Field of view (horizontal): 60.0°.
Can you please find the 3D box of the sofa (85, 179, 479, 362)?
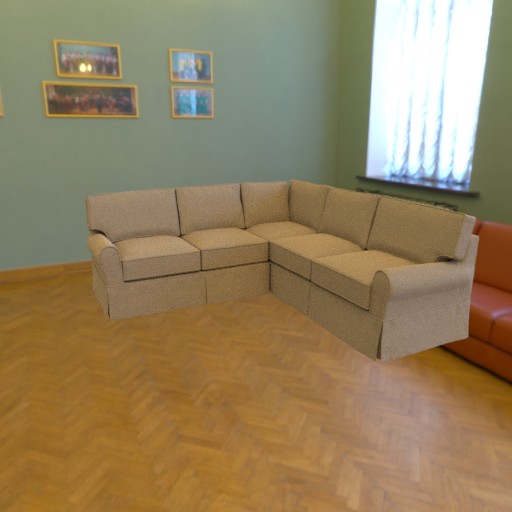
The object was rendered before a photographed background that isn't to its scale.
[{"bbox_3d":[0.000,0.000,4.185,2.730,1.124,2.733,-8,17,-26],"label":"sofa"}]
